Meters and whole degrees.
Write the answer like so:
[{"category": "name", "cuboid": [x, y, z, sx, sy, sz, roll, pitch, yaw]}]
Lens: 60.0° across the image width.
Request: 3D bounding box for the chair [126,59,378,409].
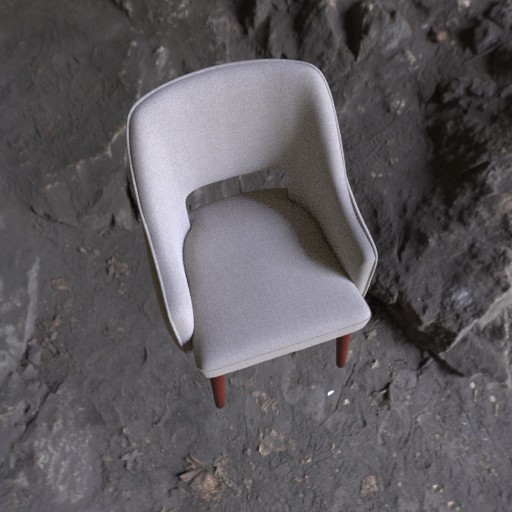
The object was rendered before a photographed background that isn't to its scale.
[{"category": "chair", "cuboid": [0.000, 0.000, 1.228, 0.560, 0.840, 0.580, -16, 64, -8]}]
